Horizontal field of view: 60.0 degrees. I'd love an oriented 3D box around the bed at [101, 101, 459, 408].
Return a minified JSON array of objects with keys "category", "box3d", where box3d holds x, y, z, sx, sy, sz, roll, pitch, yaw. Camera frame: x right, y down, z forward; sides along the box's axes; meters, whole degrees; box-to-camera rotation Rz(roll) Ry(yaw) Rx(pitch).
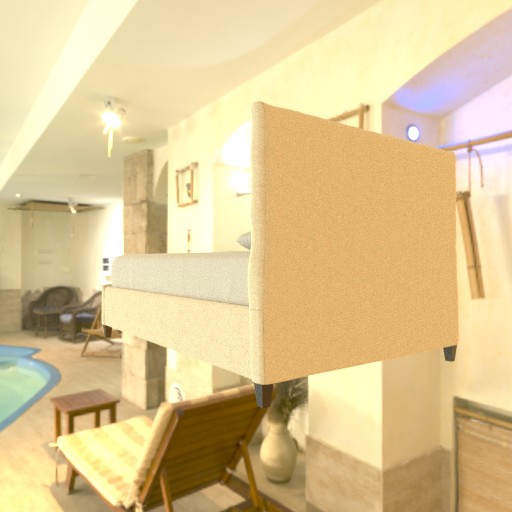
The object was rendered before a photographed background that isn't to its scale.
[{"category":"bed","box3d":[0.000,0.000,3.467,1.698,1.427,2.387,0,-1,-36]}]
